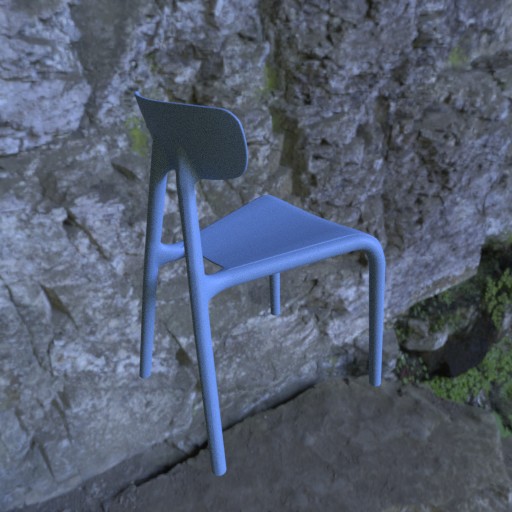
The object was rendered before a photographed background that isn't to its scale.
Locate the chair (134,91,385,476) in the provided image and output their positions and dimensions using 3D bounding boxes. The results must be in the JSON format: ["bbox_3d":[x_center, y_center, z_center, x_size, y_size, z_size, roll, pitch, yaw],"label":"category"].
[{"bbox_3d":[0.000,0.000,0.828,0.401,0.580,0.356,-18,31,-33],"label":"chair"}]
